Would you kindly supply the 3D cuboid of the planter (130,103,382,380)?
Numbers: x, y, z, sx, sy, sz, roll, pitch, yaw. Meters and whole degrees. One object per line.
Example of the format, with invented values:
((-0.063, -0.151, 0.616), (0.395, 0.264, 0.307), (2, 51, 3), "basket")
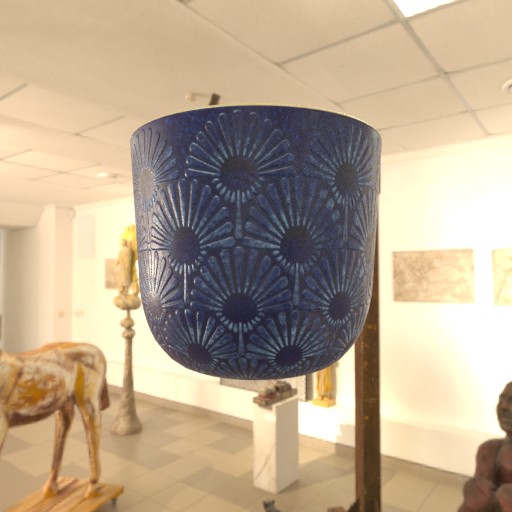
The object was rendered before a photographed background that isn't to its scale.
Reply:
((0.000, 0.000, 0.308), (0.170, 0.153, 0.170), (0, -2, 0), "planter")
